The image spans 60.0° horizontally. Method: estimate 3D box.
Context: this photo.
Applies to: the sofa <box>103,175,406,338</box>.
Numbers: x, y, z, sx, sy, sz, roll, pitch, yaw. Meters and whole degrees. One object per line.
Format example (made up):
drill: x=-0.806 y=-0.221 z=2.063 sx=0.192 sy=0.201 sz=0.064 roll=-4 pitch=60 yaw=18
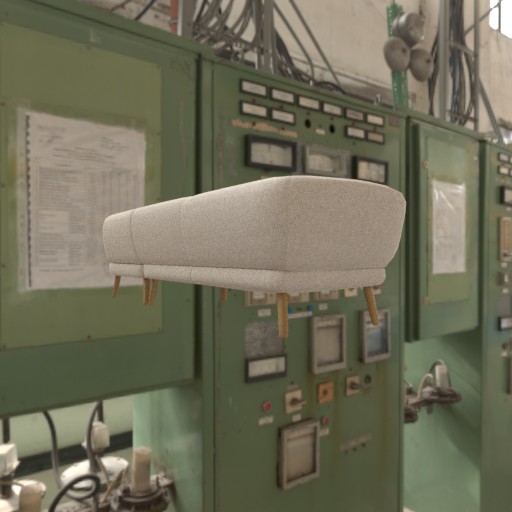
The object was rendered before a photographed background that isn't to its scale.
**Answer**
sofa: x=0.000 y=0.000 z=3.320 sx=1.610 sy=0.730 sz=2.660 roll=0 pitch=0 yaw=-35
